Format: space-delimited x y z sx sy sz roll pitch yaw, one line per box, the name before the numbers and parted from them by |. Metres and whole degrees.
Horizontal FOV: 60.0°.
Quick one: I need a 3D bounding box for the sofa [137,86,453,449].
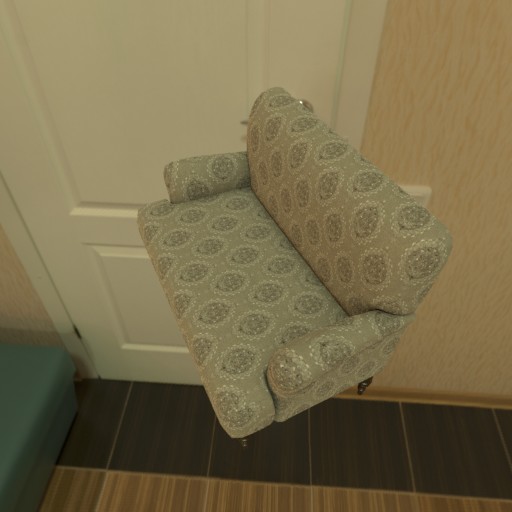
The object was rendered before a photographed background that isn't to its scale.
sofa | 0.000 0.000 1.863 0.779 0.889 1.297 -18 47 -18
